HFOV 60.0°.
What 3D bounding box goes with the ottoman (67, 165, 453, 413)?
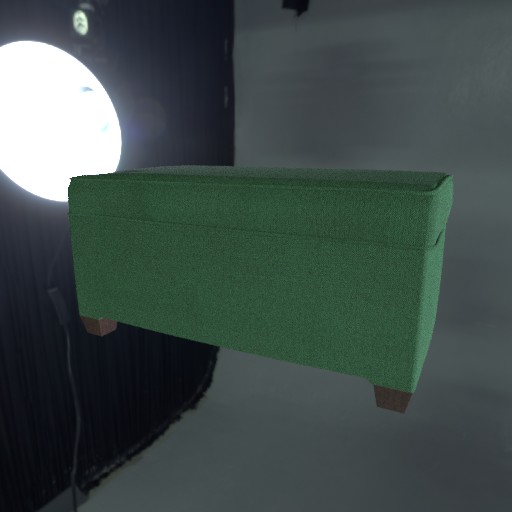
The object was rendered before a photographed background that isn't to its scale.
[{"bbox_3d":[0.000,0.000,1.218,0.957,0.471,0.483,7,16,26],"label":"ottoman"}]
